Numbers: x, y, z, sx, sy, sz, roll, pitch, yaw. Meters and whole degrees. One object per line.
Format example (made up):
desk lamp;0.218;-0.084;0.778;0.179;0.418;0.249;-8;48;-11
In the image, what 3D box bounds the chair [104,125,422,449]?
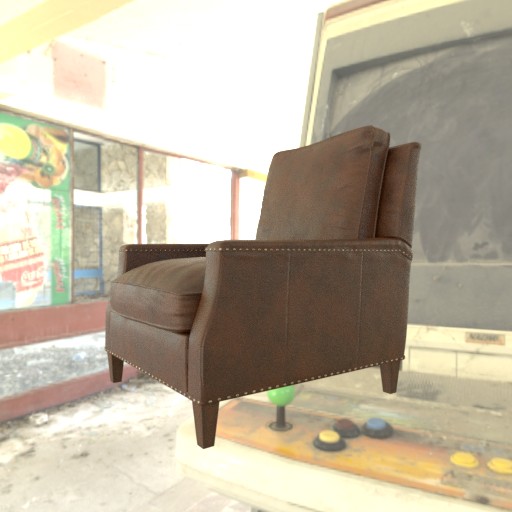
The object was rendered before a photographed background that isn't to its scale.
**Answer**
chair;0.000;0.000;1.810;1.035;1.054;0.854;0;1;-36
